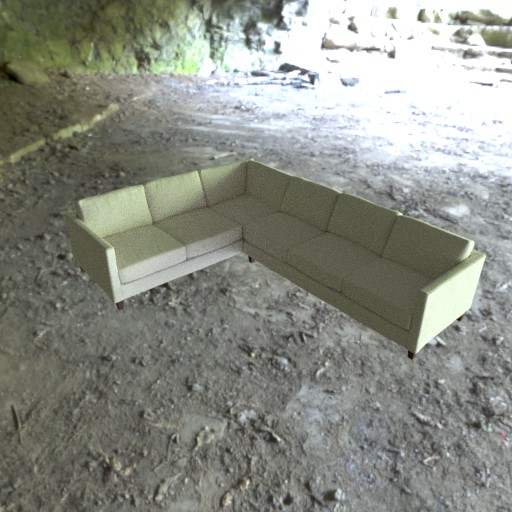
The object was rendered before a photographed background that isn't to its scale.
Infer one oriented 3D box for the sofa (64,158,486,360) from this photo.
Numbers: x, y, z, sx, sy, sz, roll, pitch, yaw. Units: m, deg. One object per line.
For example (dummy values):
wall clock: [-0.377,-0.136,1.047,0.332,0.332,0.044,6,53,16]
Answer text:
sofa: [0.000,0.000,4.224,2.432,0.863,3.182,-23,37,-34]
